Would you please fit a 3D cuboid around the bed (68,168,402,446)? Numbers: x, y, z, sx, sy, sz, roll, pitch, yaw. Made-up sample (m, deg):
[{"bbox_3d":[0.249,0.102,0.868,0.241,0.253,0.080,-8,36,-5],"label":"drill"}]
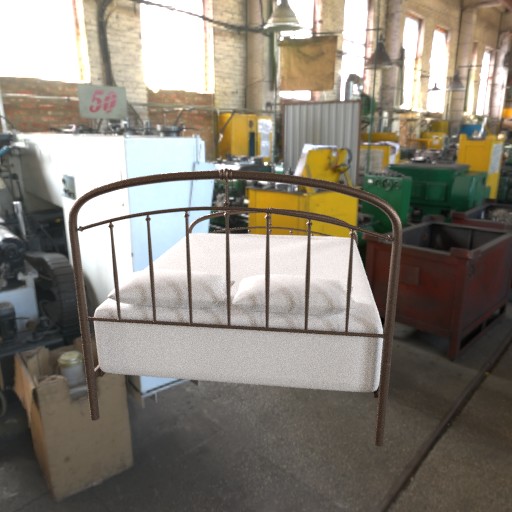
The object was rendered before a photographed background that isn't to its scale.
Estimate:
[{"bbox_3d":[0.000,0.000,3.335,1.711,1.475,2.168,2,16,7],"label":"bed"}]
